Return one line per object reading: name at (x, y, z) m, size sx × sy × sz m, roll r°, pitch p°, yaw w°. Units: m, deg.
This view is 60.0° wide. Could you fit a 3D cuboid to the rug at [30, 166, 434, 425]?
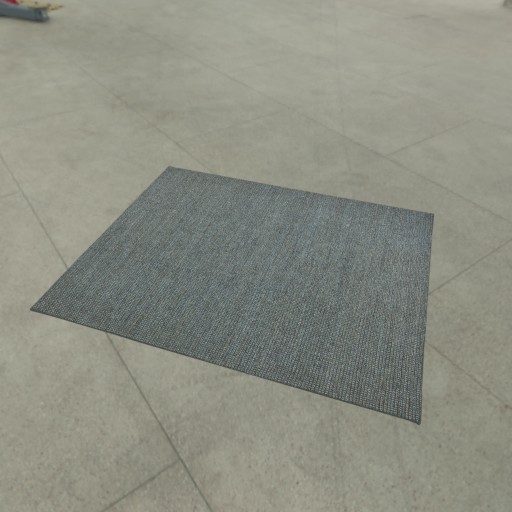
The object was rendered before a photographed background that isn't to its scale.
rug at (0.000, 0.000, 4.089) m, size 3.068 × 0.021 × 2.456 m, roll 13°, pitch 42°, yaw 14°
